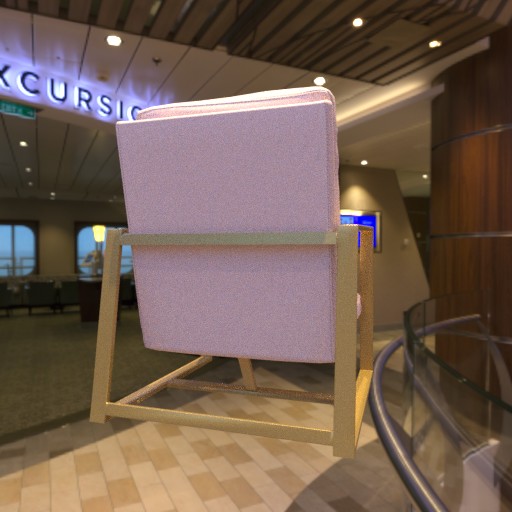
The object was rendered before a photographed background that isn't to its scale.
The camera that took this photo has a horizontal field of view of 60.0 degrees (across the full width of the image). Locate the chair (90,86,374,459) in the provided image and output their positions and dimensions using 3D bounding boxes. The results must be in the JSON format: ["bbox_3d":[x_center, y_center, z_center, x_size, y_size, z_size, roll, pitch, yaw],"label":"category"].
[{"bbox_3d":[0.000,0.000,1.552,0.758,0.956,0.813,0,1,18],"label":"chair"}]
